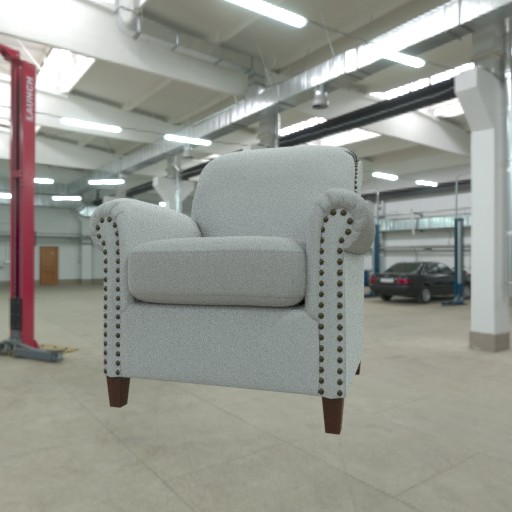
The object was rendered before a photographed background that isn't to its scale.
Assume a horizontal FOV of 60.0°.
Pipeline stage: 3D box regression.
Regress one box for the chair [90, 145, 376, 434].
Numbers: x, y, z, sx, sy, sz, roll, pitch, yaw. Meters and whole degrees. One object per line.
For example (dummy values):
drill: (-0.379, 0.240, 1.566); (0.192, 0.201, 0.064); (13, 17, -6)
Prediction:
chair: (0.000, 0.000, 1.613); (0.854, 0.927, 0.890); (0, 0, 18)
